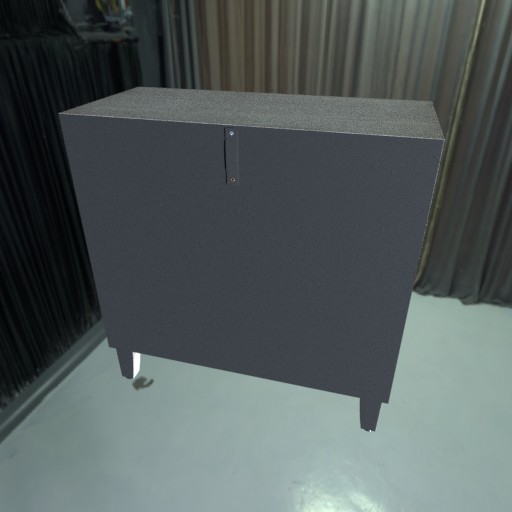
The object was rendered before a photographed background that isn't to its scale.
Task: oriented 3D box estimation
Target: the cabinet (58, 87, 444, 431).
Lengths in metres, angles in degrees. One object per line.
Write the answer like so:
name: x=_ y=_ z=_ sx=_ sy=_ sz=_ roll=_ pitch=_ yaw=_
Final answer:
cabinet: x=0.000 y=0.000 z=1.209 sx=0.781 sy=0.787 sz=0.370 roll=8 pitch=31 yaw=13
